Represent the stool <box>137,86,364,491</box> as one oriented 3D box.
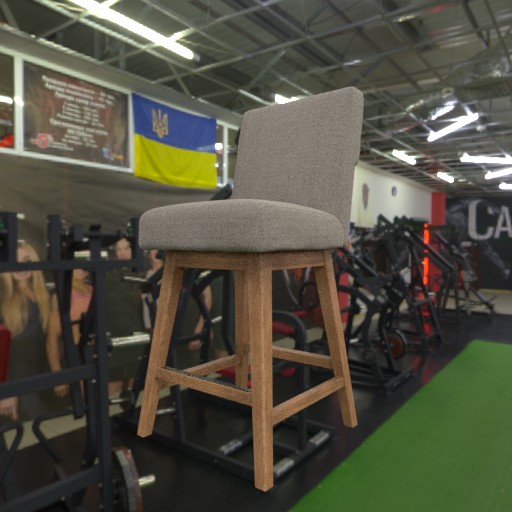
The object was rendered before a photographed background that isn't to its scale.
[{"bbox_3d":[0.000,0.000,1.292,0.459,1.010,0.526,2,3,39],"label":"stool"}]
